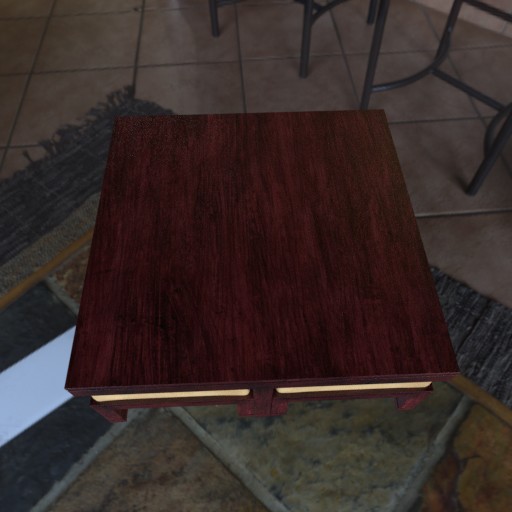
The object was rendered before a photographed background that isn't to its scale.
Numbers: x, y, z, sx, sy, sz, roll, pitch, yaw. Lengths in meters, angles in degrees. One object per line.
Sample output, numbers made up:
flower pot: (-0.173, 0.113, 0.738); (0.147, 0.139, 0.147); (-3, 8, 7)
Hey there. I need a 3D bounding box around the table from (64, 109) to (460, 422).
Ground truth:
table: (0.000, 0.000, 1.346); (0.865, 0.356, 0.865); (-2, 58, -1)
